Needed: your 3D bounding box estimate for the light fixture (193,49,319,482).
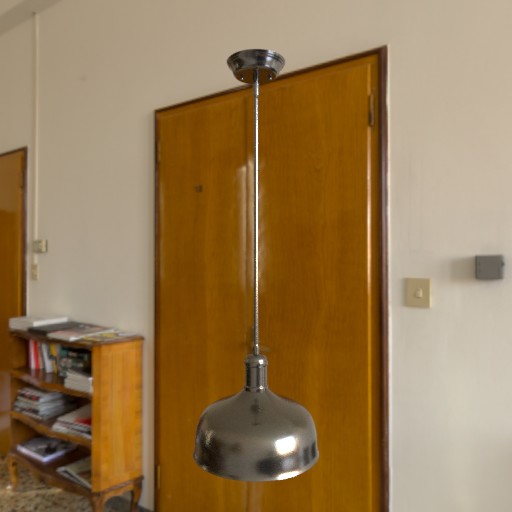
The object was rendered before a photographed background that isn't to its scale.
[{"bbox_3d":[0.000,0.000,1.069,0.299,0.935,0.299,0,-1,-1],"label":"light fixture"}]
